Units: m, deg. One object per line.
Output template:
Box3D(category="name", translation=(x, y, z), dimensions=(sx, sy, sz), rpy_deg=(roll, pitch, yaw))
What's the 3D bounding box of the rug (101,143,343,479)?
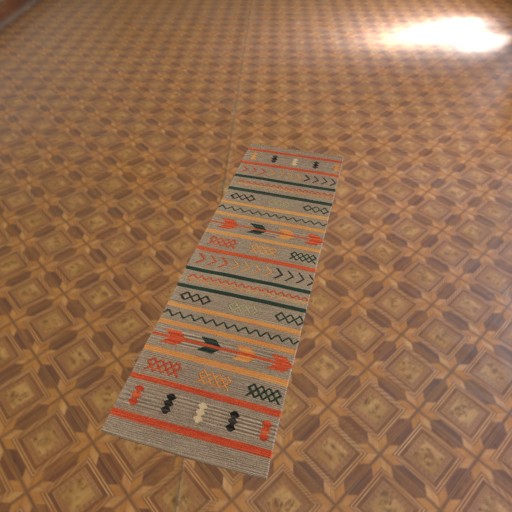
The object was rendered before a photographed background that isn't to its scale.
Box3D(category="rug", translation=(0.000, 0.000, 2.658), dimensions=(0.744, 0.022, 2.419), rpy_deg=(11, 46, 11))
